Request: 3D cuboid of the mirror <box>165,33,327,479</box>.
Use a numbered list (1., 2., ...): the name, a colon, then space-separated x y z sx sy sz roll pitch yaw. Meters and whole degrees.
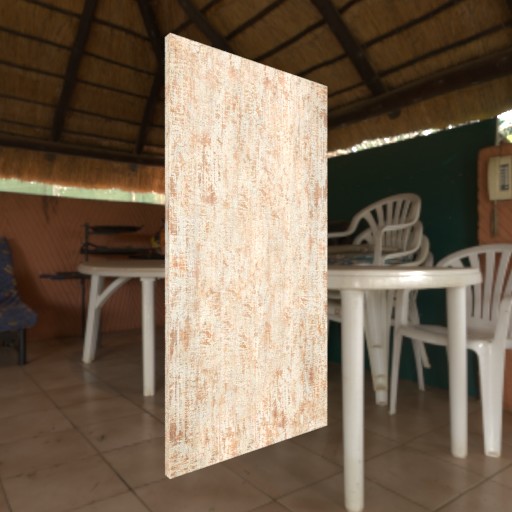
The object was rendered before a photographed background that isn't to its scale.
1. mirror: 0.000 0.000 1.071 0.472 0.922 0.027 0 0 -38
